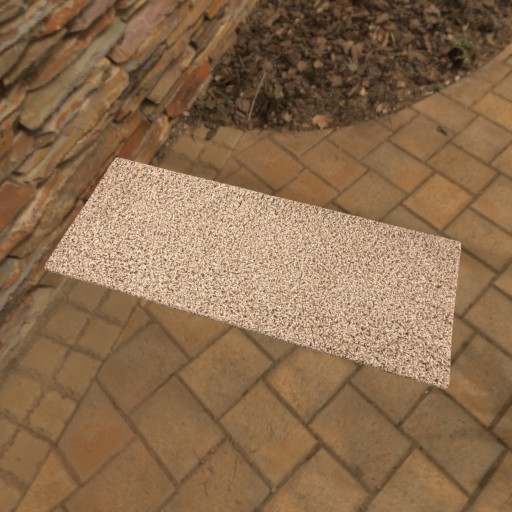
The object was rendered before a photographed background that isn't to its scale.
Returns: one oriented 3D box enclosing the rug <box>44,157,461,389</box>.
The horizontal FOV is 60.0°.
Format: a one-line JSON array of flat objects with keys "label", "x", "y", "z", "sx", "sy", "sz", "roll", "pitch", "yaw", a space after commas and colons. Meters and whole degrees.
[{"label": "rug", "x": 0.000, "y": 0.000, "z": 1.738, "sx": 1.524, "sy": 0.030, "sz": 0.609, "roll": 15, "pitch": 60, "yaw": 9}]
